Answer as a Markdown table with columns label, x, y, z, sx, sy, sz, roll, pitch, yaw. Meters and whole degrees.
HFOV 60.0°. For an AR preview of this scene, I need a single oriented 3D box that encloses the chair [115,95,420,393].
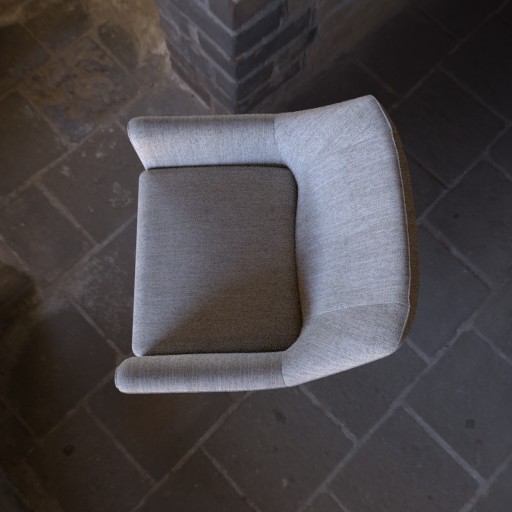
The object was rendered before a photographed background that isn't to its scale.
| label | x | y | z | sx | sy | sz | roll | pitch | yaw |
| --- | --- | --- | --- | --- | --- | --- | --- | --- | --- |
| chair | 0.000 | 0.000 | 1.392 | 0.758 | 0.761 | 0.796 | -1 | 76 | 0 |
